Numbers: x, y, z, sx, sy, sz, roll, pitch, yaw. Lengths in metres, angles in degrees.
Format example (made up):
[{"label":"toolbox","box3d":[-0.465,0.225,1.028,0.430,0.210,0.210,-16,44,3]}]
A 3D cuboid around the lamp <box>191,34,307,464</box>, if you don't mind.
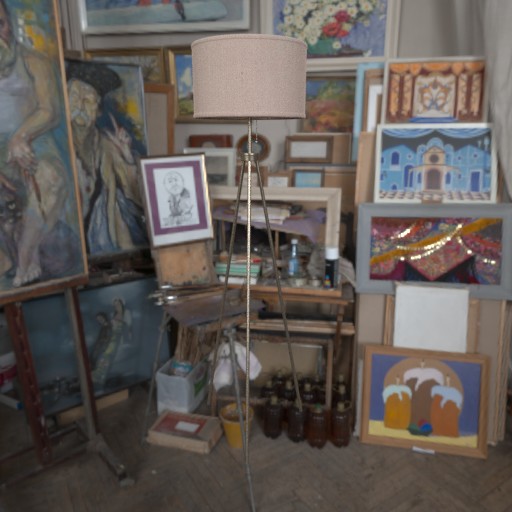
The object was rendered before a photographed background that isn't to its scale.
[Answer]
[{"label":"lamp","box3d":[0.000,0.000,1.782,0.460,1.545,0.449,-7,17,-25]}]
